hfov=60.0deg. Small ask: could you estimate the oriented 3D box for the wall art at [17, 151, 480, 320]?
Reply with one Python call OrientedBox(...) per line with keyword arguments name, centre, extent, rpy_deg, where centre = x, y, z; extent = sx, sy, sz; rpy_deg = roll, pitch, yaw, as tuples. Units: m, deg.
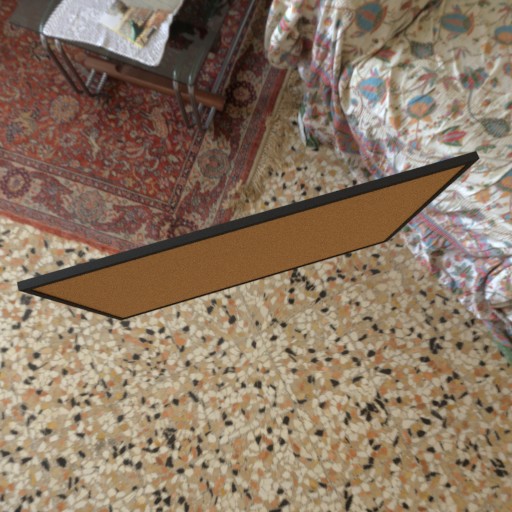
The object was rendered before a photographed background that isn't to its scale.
OrientedBox(name="wall art", centre=(0.000, 0.000, 0.837), extent=(0.664, 0.458, 0.013), rpy_deg=(-16, 77, -4))
